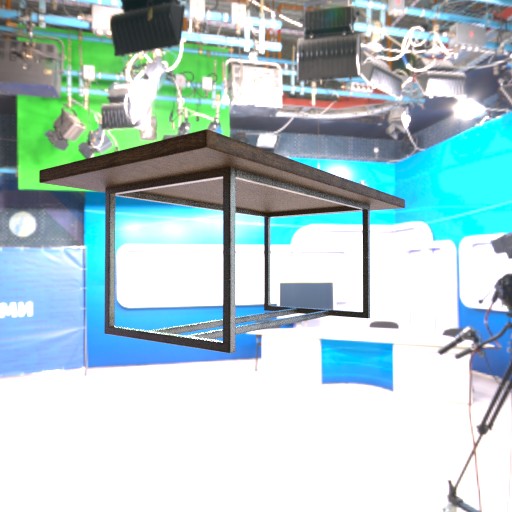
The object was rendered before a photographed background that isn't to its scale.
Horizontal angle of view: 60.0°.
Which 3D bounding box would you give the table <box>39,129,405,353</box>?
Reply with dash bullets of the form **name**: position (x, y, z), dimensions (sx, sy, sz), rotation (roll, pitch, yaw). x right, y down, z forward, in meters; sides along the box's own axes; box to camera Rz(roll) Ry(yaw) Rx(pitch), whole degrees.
- **table**: position (0.000, 0.000, 2.562), dimensions (1.078, 0.795, 1.989), rotation (-1, -1, 37)
